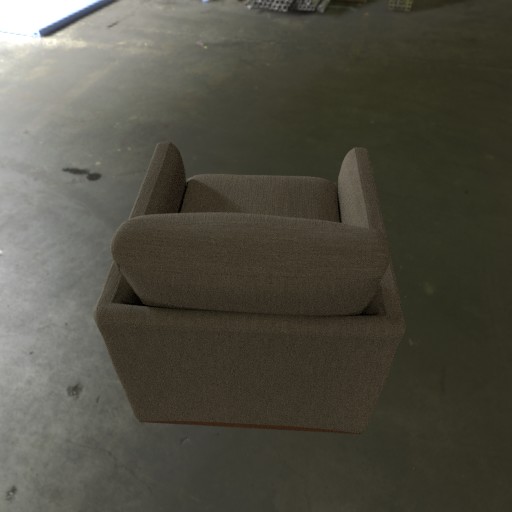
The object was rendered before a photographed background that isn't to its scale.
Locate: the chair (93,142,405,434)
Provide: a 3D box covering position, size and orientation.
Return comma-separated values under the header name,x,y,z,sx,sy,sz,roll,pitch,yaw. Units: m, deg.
name,x,y,z,sx,sy,sz,roll,pitch,yaw
chair,0.000,0.000,1.453,0.763,0.811,0.834,2,45,2
